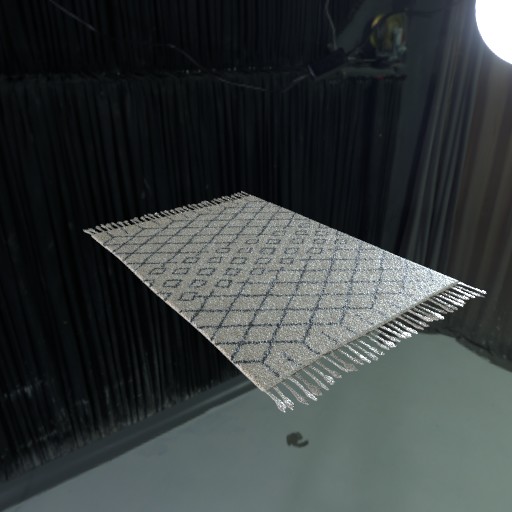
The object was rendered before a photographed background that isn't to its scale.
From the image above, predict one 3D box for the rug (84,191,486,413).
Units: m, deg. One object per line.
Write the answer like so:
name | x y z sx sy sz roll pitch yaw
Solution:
rug | 0.000 0.000 3.234 1.664 0.029 2.615 -19 32 -33
